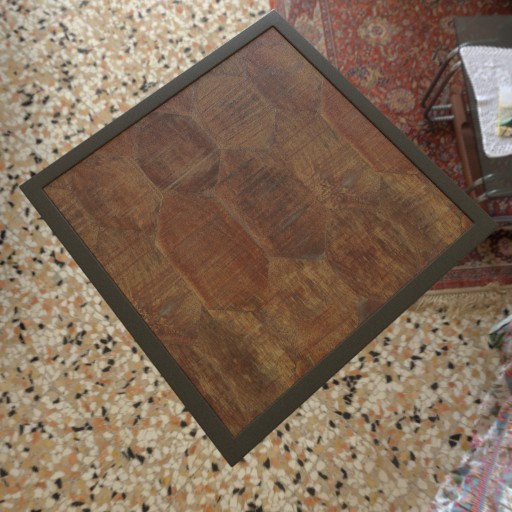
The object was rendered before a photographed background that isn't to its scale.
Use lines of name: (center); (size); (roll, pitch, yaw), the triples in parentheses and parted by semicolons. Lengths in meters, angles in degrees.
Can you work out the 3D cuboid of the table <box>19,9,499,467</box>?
table: (0.000, 0.000, 0.920); (0.500, 0.565, 0.500); (-39, 78, -10)
